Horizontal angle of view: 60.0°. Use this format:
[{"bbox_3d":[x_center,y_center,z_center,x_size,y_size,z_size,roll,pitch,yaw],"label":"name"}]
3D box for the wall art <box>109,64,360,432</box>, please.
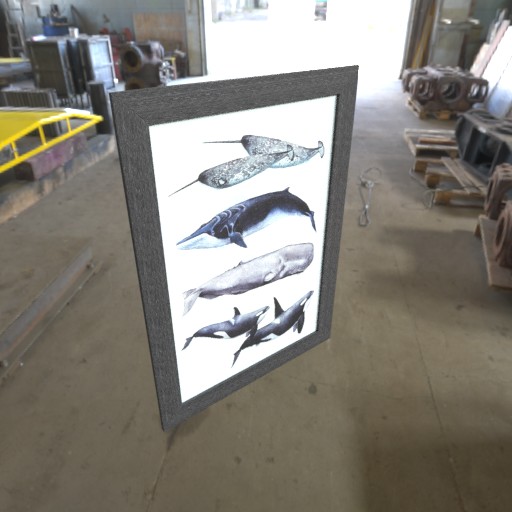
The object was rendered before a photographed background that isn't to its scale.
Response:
[{"bbox_3d":[0.000,0.000,1.470,0.810,1.116,0.016,-21,36,-32],"label":"wall art"}]
